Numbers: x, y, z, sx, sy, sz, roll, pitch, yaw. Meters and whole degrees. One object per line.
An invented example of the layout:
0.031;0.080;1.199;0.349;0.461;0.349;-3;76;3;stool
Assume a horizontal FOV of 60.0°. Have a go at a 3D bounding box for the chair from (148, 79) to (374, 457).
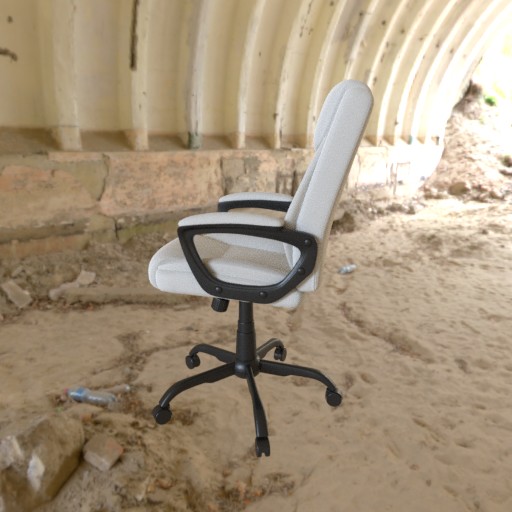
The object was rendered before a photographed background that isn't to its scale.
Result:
0.000;0.000;1.479;0.669;1.065;0.663;2;15;8;chair
